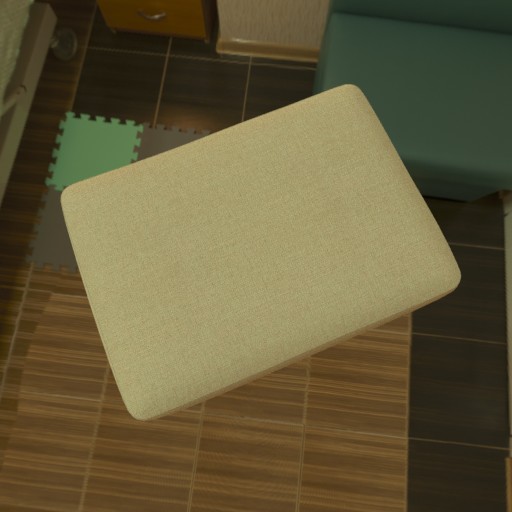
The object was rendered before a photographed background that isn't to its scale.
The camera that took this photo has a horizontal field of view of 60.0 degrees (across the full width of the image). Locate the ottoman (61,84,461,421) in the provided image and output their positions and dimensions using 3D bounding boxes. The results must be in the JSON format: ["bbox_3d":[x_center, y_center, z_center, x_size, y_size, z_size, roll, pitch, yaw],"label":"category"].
[{"bbox_3d":[0.000,0.000,1.289,0.885,0.478,0.637,-22,76,-6],"label":"ottoman"}]
